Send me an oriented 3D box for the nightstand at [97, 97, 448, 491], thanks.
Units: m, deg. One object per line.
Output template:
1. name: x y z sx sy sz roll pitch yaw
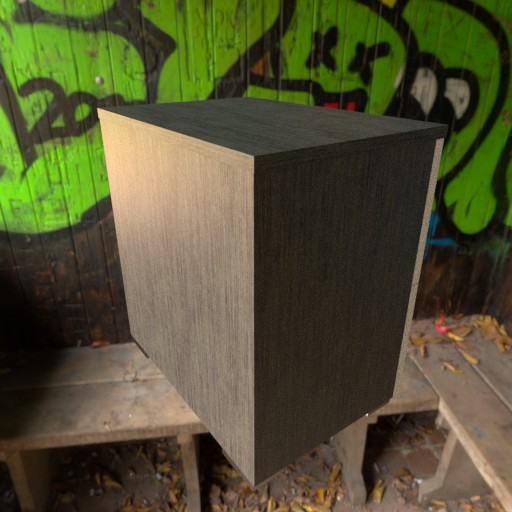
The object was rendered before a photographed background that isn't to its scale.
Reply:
1. nightstand: 0.000 0.000 0.752 0.325 0.460 0.441 -17 30 -32
